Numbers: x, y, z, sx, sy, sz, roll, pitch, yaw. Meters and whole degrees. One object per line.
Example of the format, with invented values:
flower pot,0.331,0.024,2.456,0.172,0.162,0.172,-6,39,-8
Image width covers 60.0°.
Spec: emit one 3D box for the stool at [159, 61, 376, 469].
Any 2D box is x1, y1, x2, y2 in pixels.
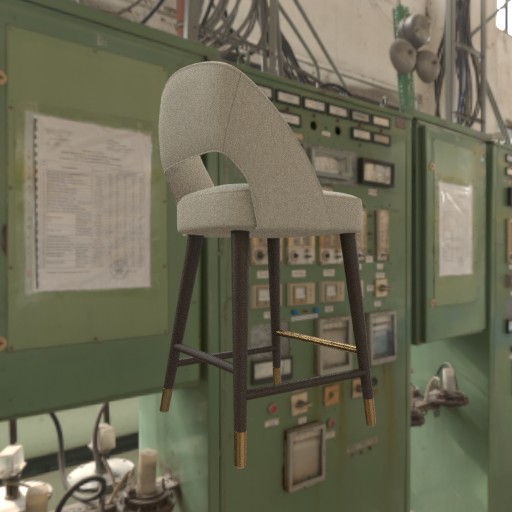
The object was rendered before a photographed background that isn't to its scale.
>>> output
stool,0.000,0.000,1.272,0.509,0.940,0.494,0,0,-35
